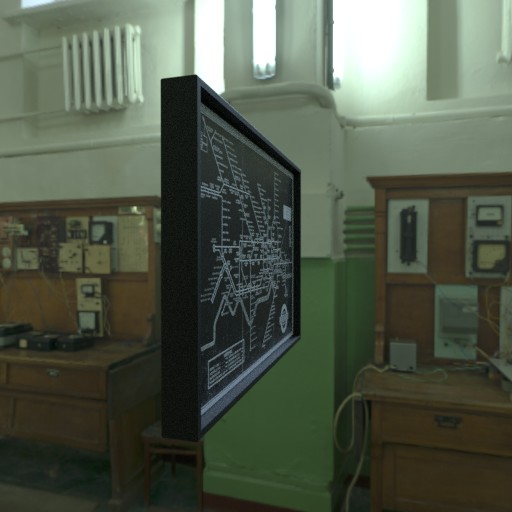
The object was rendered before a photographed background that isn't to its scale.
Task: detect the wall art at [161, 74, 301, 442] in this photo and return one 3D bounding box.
[{"bbox_3d":[0.000,0.000,0.877,0.051,0.456,0.671,0,1,17],"label":"wall art"}]
